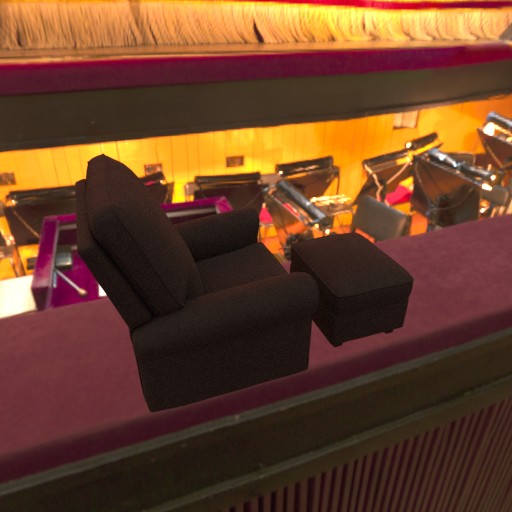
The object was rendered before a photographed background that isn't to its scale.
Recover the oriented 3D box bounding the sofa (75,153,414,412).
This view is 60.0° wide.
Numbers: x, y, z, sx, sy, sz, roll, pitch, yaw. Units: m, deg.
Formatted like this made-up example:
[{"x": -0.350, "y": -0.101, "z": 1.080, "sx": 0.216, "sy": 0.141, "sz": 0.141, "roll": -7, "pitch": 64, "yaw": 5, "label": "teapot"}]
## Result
[{"x": 0.000, "y": 0.000, "z": 2.102, "sx": 1.478, "sy": 0.959, "sz": 0.880, "roll": -10, "pitch": 32, "yaw": -17, "label": "sofa"}]
